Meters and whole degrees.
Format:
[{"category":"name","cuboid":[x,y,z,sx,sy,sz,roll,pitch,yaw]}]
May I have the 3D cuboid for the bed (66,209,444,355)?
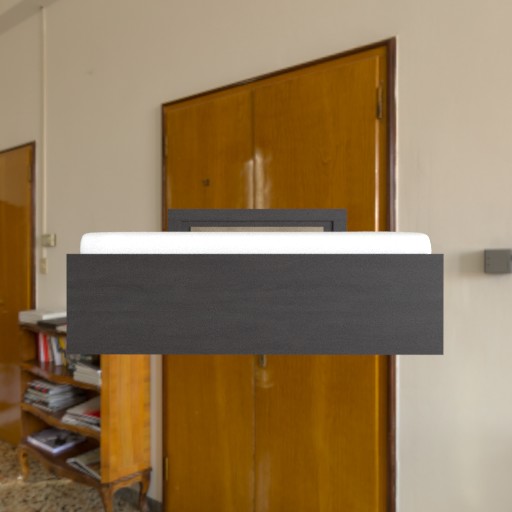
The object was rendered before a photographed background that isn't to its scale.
[{"category":"bed","cuboid":[0.000,0.000,2.898,1.585,0.823,2.073,0,0,0]}]
